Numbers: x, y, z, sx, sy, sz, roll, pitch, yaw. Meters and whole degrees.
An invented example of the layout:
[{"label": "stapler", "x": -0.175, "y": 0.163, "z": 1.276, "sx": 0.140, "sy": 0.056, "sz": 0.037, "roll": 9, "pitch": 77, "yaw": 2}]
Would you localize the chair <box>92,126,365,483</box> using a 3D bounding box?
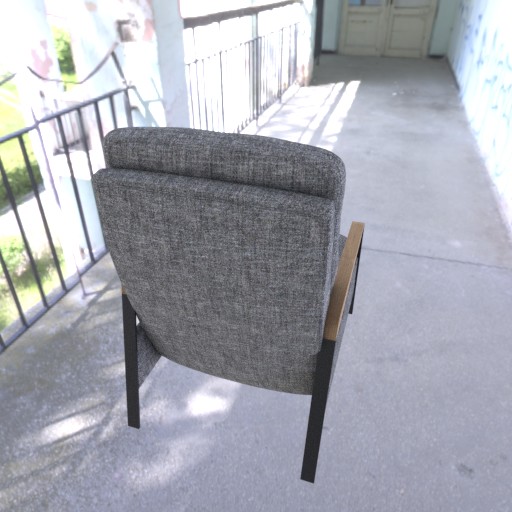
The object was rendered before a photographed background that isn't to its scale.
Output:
[{"label": "chair", "x": 0.000, "y": 0.000, "z": 1.547, "sx": 0.671, "sy": 1.042, "sz": 0.868, "roll": 10, "pitch": 34, "yaw": 15}]
